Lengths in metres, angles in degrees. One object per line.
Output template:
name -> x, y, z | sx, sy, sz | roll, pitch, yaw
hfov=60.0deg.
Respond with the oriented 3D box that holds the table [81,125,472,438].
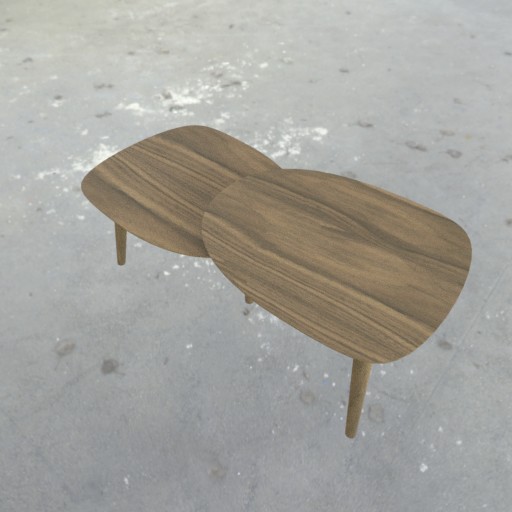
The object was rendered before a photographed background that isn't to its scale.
table -> 0.000, 0.000, 1.323 | 1.084, 0.429, 0.527 | 31, 54, 27
